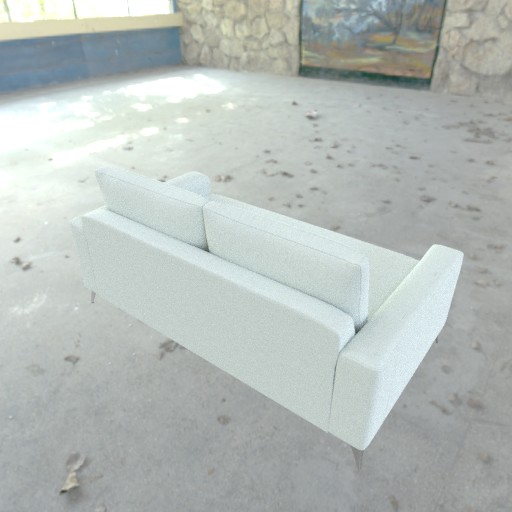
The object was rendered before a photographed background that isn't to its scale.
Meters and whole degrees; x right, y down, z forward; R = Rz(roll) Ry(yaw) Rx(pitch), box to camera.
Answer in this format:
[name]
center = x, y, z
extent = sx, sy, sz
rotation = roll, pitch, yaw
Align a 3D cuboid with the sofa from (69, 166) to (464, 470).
[sofa]
center = 0.000, 0.000, 2.123
extent = 1.650, 0.790, 0.920
rotation = 22, 37, 32
